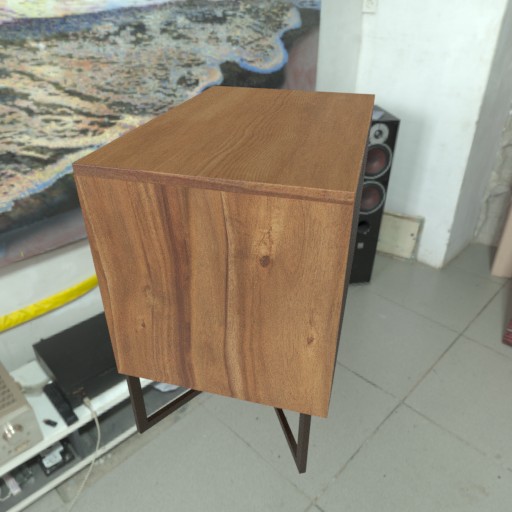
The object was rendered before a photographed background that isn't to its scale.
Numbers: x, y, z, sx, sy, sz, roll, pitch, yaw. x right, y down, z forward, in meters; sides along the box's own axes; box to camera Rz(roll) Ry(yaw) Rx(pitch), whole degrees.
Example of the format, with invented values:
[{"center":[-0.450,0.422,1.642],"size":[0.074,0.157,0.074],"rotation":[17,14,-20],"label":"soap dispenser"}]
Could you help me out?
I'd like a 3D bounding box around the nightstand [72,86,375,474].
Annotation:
[{"center":[0.000,0.000,1.017],"size":[0.427,0.615,0.613],"rotation":[8,32,13],"label":"nightstand"}]
